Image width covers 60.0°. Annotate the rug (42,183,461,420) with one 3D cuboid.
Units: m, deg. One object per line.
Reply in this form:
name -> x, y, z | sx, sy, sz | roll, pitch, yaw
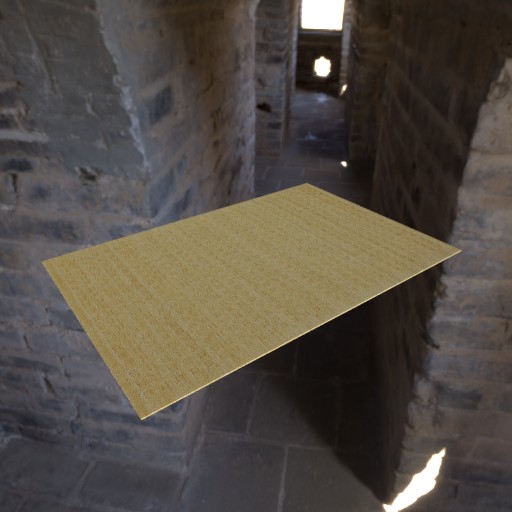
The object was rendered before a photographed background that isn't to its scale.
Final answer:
rug -> 0.000, 0.000, 2.898 | 2.286, 0.006, 1.524 | -21, 36, -31
